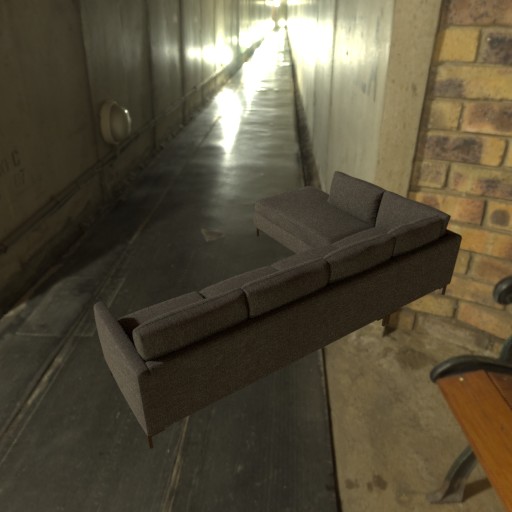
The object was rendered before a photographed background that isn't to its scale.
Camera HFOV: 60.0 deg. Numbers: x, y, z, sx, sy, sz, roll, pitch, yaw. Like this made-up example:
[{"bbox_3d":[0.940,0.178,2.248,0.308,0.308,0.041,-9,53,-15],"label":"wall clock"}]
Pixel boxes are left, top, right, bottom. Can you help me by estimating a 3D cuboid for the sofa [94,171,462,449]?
[{"bbox_3d":[0.000,0.000,3.861,2.949,0.815,2.007,-19,35,-29],"label":"sofa"}]
